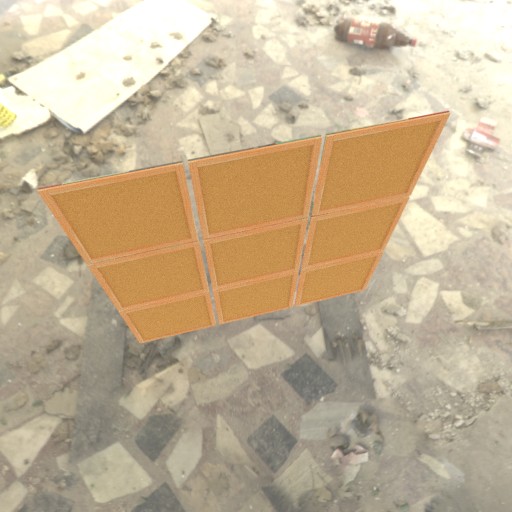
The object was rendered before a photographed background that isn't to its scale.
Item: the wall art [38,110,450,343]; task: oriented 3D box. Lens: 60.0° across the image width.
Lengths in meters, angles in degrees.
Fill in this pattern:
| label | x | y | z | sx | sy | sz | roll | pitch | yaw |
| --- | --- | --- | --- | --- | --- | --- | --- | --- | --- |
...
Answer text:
| label | x | y | z | sx | sy | sz | roll | pitch | yaw |
| --- | --- | --- | --- | --- | --- | --- | --- | --- | --- |
| wall art | 0.000 | 0.000 | 1.797 | 1.216 | 1.220 | 0.013 | -12 | 60 | -7 |
